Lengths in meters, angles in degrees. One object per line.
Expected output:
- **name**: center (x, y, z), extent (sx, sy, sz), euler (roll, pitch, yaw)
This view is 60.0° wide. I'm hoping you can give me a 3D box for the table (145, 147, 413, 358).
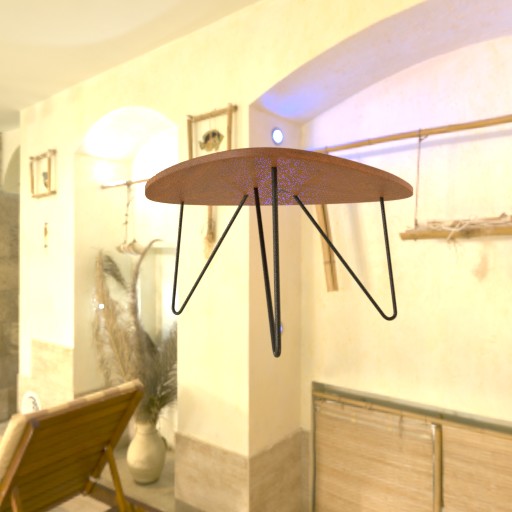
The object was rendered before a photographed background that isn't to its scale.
- **table**: center (0.000, 0.000, 1.334), extent (0.821, 0.413, 0.833), euler (0, 0, 37)
